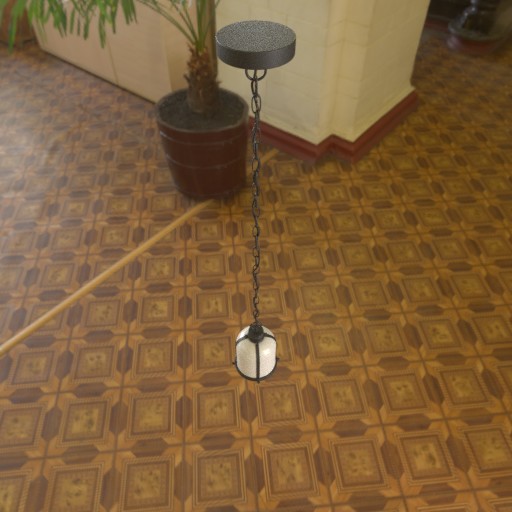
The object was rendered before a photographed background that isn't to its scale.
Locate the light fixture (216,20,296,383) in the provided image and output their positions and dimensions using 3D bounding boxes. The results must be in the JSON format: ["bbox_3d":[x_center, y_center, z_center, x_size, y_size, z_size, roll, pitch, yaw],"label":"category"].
[{"bbox_3d":[0.000,0.000,1.237,0.178,1.181,0.178,-4,48,-4],"label":"light fixture"}]
